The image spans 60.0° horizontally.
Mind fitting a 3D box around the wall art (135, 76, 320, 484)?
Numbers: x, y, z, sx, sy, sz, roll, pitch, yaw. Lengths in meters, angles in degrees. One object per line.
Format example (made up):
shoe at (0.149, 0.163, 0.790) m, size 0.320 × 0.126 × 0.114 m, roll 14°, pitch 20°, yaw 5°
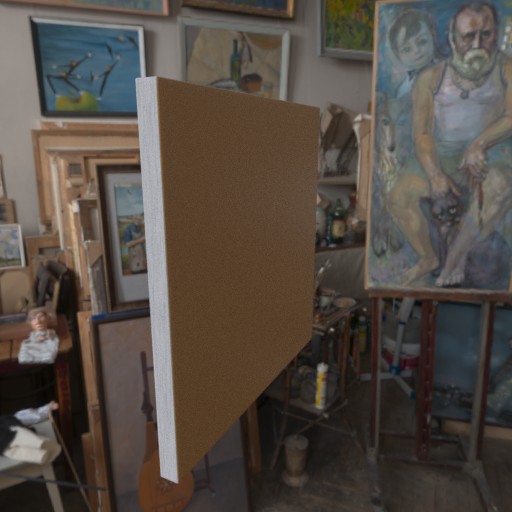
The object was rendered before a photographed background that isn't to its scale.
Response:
wall art at (0.000, 0.000, 1.903) m, size 0.078 × 1.288 × 1.287 m, roll 7°, pitch 16°, yaw 26°
